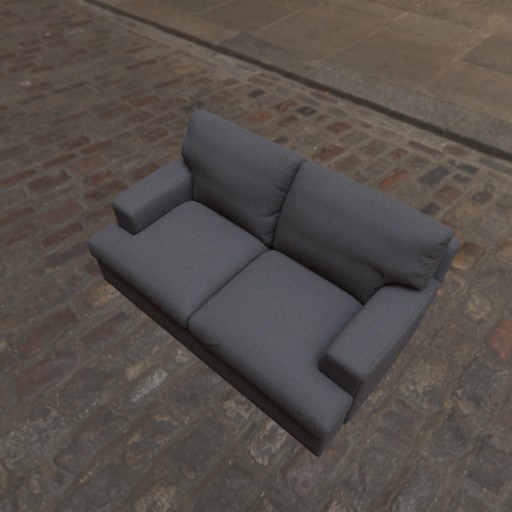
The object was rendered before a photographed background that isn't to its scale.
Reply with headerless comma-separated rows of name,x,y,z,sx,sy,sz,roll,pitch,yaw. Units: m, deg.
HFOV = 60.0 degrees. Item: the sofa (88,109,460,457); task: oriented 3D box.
sofa,0.000,0.000,2.588,1.880,0.940,1.143,32,55,26
